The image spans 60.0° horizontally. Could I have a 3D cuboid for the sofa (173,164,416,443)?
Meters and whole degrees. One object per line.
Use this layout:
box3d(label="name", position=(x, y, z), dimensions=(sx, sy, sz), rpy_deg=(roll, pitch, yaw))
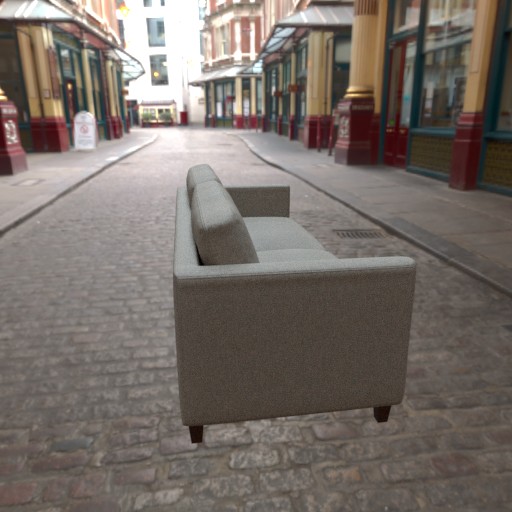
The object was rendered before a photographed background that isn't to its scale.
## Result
box3d(label="sofa", position=(0.000, 0.000, 2.711), dimensions=(0.956, 0.963, 2.208), rpy_deg=(-3, 17, -9))
